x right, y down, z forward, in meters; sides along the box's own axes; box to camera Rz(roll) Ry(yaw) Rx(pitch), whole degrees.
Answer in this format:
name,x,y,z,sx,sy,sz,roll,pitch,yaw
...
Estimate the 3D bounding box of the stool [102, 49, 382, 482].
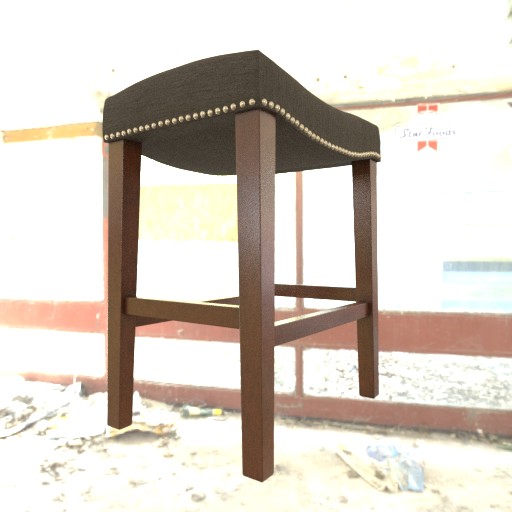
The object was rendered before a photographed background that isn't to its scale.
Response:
name,x,y,z,sx,sy,sz,roll,pitch,yaw
stool,0.000,0.000,0.938,0.372,0.654,0.504,0,1,35
